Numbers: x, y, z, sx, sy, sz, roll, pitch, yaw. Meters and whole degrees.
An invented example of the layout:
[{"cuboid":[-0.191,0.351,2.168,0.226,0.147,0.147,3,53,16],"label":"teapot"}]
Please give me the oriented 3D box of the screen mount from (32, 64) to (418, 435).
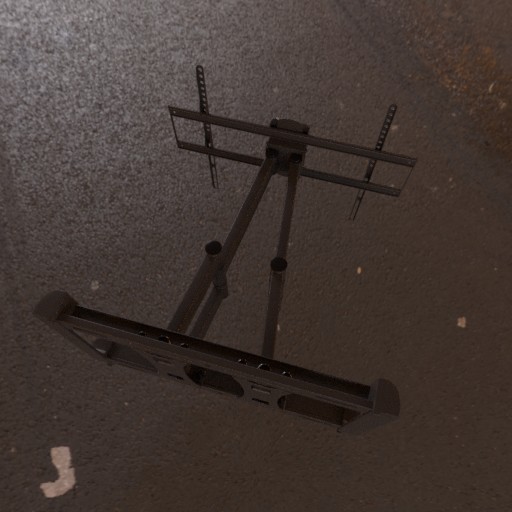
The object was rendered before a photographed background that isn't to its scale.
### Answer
[{"cuboid":[0.000,0.000,1.072,0.661,0.491,0.644,14,65,7],"label":"screen mount"}]
